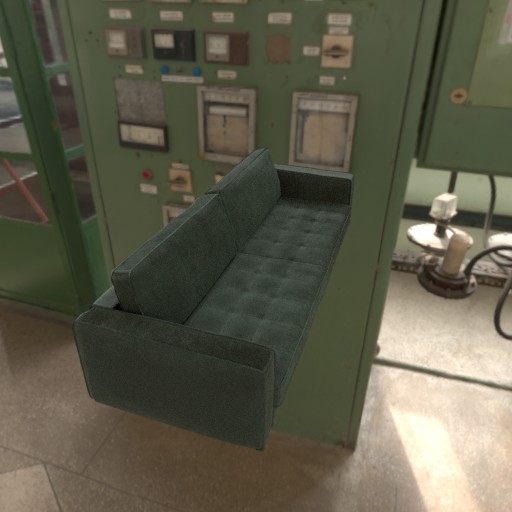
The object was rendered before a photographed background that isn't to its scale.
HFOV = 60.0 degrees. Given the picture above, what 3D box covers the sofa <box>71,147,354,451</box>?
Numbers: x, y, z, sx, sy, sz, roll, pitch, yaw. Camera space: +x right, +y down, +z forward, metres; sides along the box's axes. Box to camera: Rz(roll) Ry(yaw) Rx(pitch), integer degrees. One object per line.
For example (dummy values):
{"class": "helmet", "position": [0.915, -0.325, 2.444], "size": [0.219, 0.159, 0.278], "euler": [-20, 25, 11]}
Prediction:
{"class": "sofa", "position": [0.000, 0.000, 2.680], "size": [0.886, 0.781, 2.214], "euler": [10, 32, 16]}
